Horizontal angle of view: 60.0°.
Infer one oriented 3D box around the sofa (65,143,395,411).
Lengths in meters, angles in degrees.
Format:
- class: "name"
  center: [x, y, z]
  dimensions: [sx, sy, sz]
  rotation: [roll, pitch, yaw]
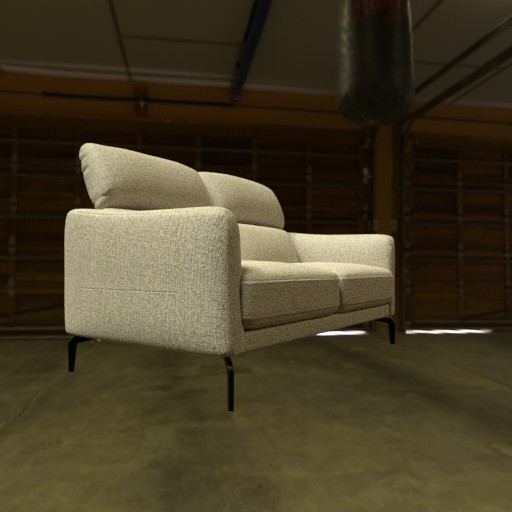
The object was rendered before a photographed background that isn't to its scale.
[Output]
- class: "sofa"
  center: [0.000, 0.000, 2.119]
  dimensions: [0.905, 0.950, 1.540]
  rotation: [-1, -2, 36]
